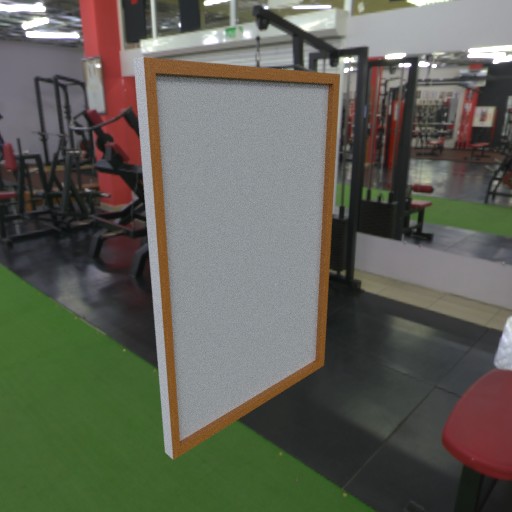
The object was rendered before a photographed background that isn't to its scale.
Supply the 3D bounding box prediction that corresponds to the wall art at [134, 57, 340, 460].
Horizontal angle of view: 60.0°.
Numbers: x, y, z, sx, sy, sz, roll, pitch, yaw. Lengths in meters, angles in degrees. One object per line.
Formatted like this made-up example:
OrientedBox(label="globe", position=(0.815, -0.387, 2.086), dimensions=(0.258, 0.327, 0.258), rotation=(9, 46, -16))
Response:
OrientedBox(label="wall art", position=(0.000, 0.000, 1.168), dimensions=(0.610, 0.916, 0.037), rotation=(-17, 25, -42))
